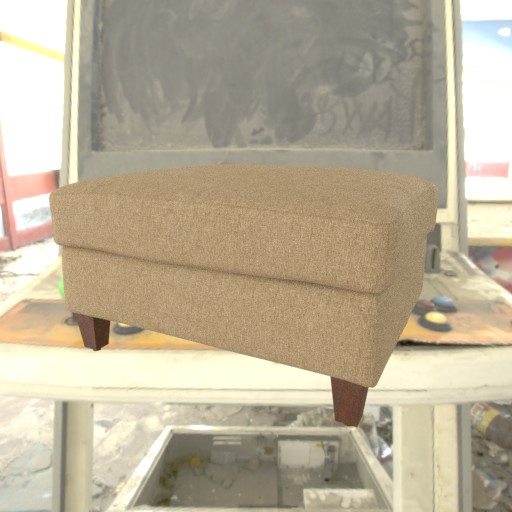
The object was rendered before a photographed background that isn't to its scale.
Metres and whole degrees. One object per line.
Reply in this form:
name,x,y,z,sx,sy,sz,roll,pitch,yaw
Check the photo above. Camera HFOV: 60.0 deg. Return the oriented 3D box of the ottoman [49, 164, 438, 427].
ottoman,0.000,0.000,1.276,0.889,0.511,0.692,8,17,27
